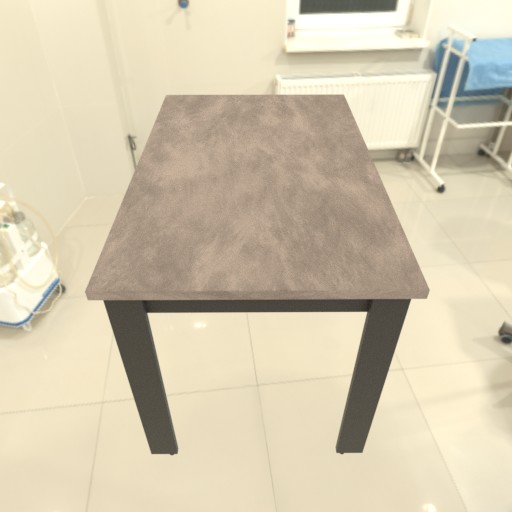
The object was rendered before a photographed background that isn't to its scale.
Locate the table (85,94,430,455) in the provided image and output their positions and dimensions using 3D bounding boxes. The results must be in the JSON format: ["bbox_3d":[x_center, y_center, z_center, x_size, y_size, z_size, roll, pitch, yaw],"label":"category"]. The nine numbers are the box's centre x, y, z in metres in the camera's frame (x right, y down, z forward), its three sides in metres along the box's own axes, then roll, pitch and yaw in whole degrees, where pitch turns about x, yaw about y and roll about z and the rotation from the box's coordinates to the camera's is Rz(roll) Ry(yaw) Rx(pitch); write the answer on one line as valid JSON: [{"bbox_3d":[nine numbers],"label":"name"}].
[{"bbox_3d":[0.000,0.000,1.554,0.700,0.734,1.100,0,40,0],"label":"table"}]
